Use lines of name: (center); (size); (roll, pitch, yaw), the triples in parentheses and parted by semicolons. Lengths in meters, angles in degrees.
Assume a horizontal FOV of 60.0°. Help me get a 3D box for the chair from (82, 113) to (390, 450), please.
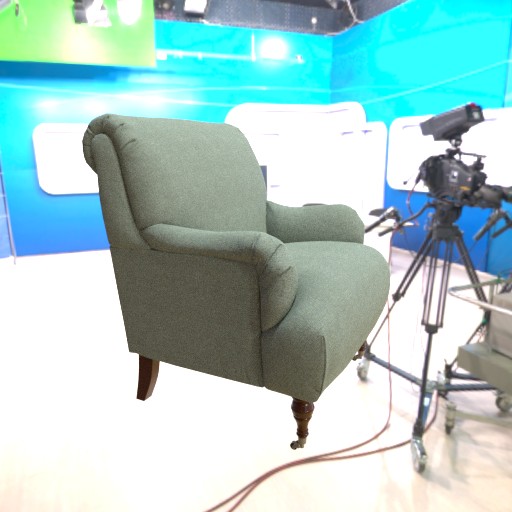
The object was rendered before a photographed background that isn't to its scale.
chair: (0.000, 0.000, 1.952); (1.060, 1.178, 0.964); (7, 16, 27)
